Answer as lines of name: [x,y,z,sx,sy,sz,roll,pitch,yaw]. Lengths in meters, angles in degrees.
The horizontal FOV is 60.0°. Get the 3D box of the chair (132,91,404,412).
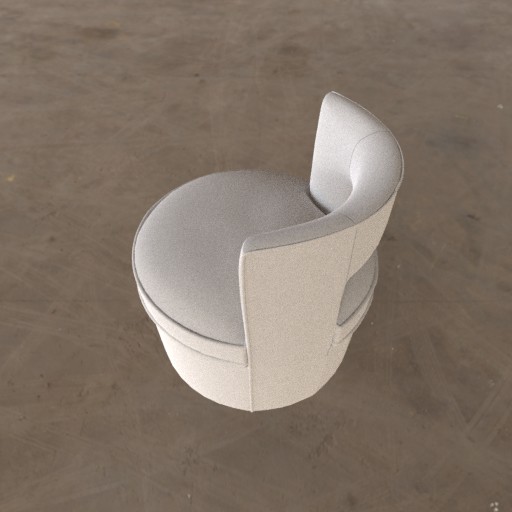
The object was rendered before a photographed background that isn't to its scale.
chair: [0.000,0.000,1.231,0.665,0.723,0.650,16,49,14]
